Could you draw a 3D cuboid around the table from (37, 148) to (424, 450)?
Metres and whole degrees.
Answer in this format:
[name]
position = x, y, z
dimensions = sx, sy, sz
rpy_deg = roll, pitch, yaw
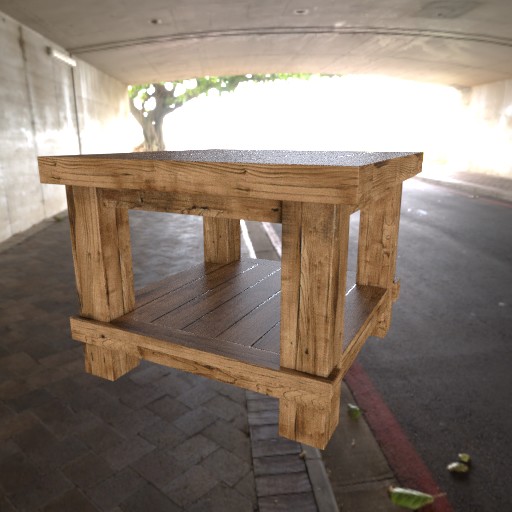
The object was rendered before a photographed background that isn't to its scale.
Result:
[table]
position = 0.000, 0.000, 1.016
dimensions = 0.610, 0.457, 0.610
rpy_deg = 8, 17, 26
